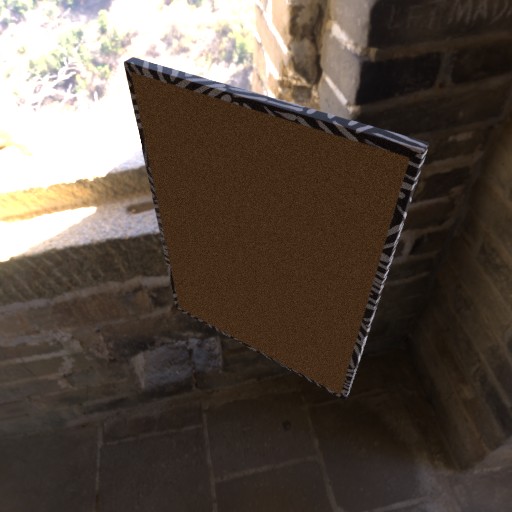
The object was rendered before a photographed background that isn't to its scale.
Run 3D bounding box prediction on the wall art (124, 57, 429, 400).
[{"bbox_3d":[0.000,0.000,1.347,0.765,1.017,0.038,24,51,22],"label":"wall art"}]
